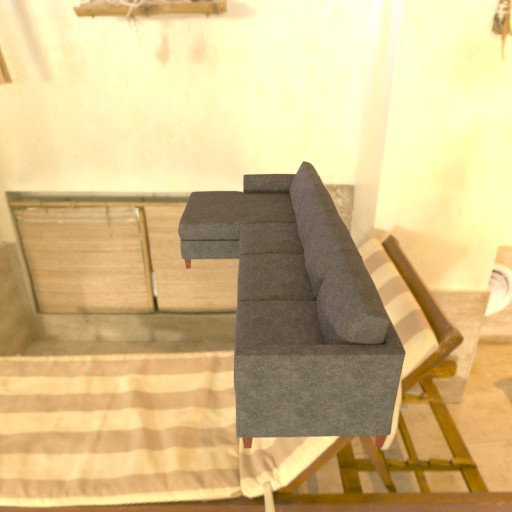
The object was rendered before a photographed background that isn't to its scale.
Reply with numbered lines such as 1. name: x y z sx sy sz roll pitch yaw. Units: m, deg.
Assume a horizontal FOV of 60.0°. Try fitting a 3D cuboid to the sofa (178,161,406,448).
1. sofa: 0.000 0.000 4.011 1.606 0.954 3.471 0 26 -1
